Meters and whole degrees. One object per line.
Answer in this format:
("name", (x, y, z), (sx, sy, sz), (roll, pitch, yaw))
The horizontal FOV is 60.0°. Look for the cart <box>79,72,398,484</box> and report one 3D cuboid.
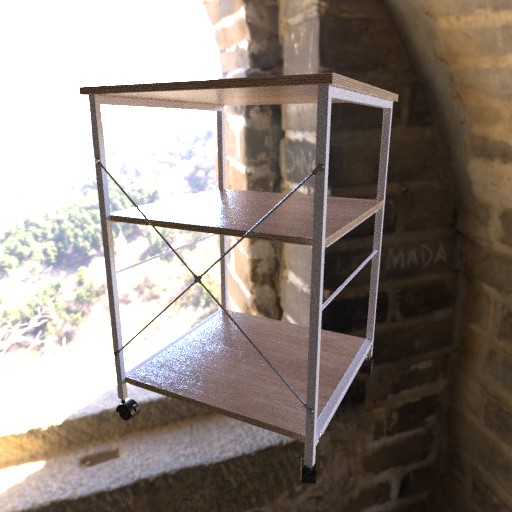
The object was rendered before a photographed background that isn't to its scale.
("cart", (0.000, 0.000, 1.090), (0.521, 0.762, 0.520), (8, 18, 26))
